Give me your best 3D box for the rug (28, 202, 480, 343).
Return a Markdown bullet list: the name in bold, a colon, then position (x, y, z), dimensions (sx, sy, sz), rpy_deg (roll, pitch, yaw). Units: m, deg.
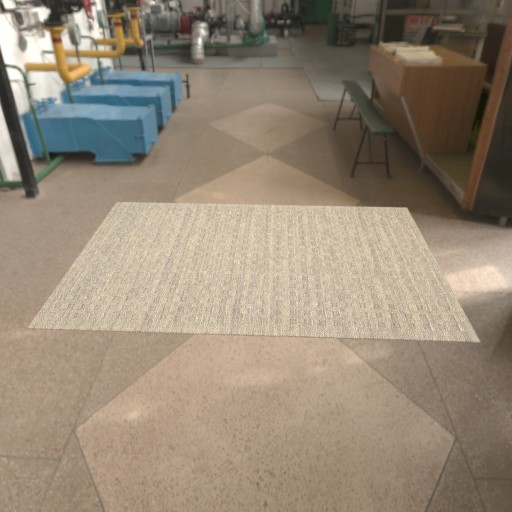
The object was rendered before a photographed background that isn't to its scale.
- **rug**: position (0.000, 0.000, 2.194), dimensions (1.752, 0.006, 1.142), rpy_deg (1, 33, 2)
